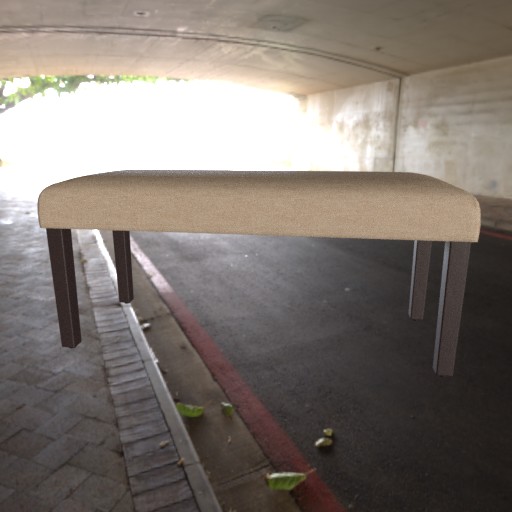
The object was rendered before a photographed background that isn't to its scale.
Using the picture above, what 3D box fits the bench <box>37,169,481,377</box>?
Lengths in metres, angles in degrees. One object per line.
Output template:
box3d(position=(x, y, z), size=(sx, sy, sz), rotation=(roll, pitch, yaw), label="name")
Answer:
box3d(position=(0.000, 0.000, 1.224), size=(1.013, 0.456, 0.407), rotation=(2, 15, 9), label="bench")
